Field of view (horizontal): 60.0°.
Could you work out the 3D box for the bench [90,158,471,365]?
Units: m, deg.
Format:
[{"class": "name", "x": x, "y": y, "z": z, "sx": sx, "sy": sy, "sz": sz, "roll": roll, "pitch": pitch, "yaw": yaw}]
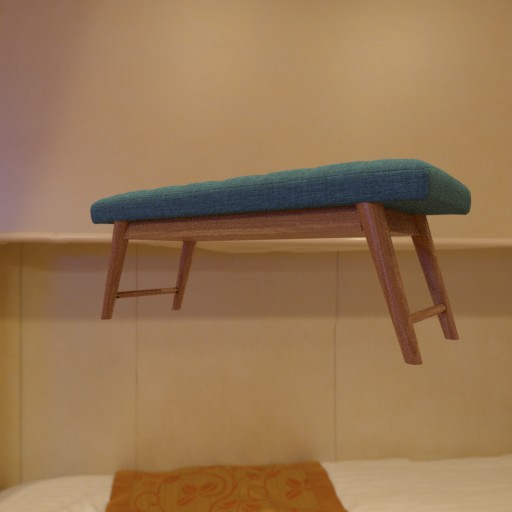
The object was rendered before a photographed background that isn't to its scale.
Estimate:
[{"class": "bench", "x": 0.000, "y": 0.000, "z": 1.339, "sx": 1.118, "sy": 0.432, "sz": 0.406, "roll": 0, "pitch": 0, "yaw": 37}]
